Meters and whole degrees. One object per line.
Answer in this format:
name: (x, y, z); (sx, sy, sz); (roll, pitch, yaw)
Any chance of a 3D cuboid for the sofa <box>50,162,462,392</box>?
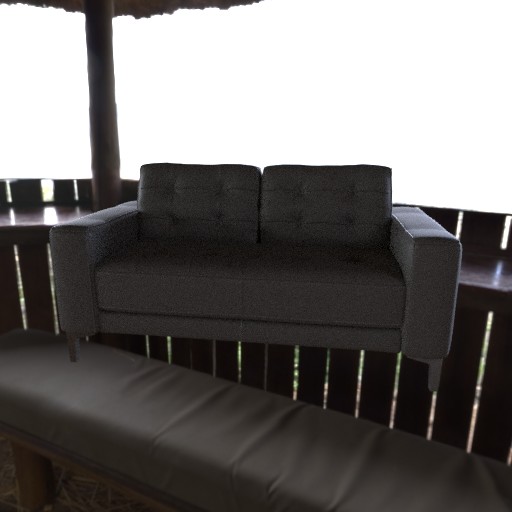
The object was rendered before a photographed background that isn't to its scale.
sofa: (0.000, 0.000, 2.211); (1.726, 0.892, 0.833); (2, 15, 9)
